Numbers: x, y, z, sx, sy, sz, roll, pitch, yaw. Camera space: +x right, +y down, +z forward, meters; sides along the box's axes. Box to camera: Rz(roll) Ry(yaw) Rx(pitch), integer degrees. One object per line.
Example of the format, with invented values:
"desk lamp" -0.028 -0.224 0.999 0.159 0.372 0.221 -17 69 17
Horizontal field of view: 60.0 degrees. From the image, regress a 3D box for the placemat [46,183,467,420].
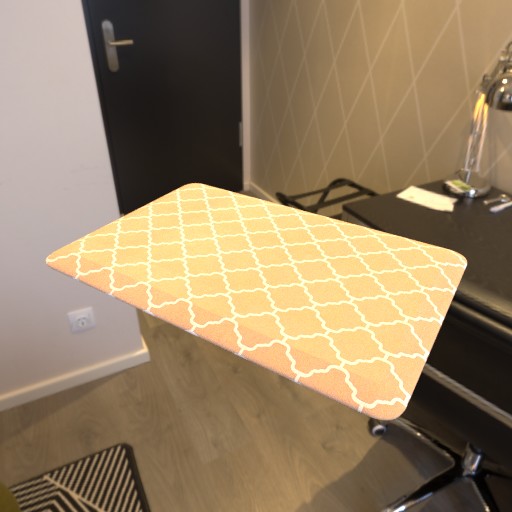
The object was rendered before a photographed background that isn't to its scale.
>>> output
"placemat" 0.000 0.000 0.934 0.762 0.021 0.508 19 36 27
